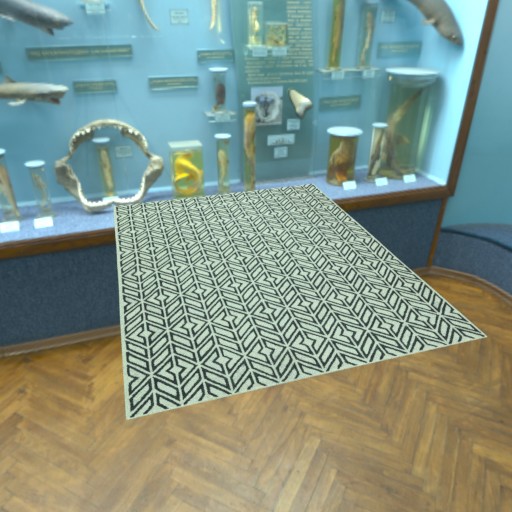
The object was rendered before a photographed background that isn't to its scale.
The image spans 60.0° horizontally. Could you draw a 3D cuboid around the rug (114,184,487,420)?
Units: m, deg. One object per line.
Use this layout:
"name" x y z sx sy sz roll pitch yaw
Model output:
"rug" 0.000 0.000 4.017 2.421 0.008 3.045 -9 31 -14
